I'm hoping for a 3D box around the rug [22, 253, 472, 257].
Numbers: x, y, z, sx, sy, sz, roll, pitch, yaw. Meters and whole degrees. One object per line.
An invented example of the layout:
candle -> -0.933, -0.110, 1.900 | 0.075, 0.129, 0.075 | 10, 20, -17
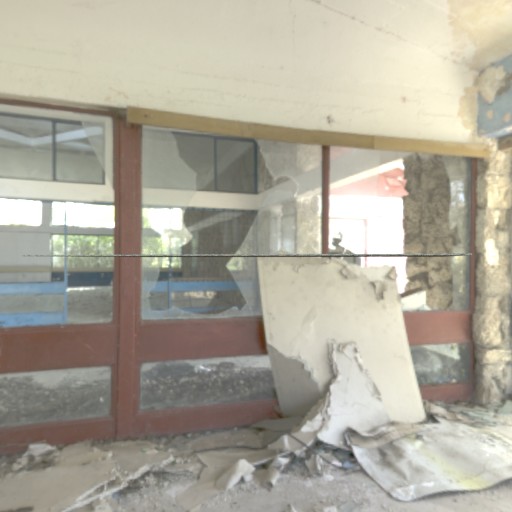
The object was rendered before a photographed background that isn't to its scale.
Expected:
rug -> 0.000, 0.000, 2.991 | 2.441, 0.008, 1.526 | 0, 0, 18
